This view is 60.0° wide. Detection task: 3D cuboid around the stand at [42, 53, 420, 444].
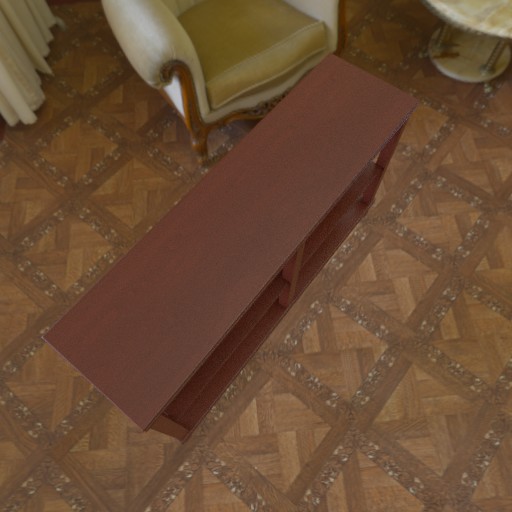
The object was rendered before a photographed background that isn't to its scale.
[{"bbox_3d":[0.000,0.000,1.706,0.381,0.762,1.372,35,69,15],"label":"stand"}]
